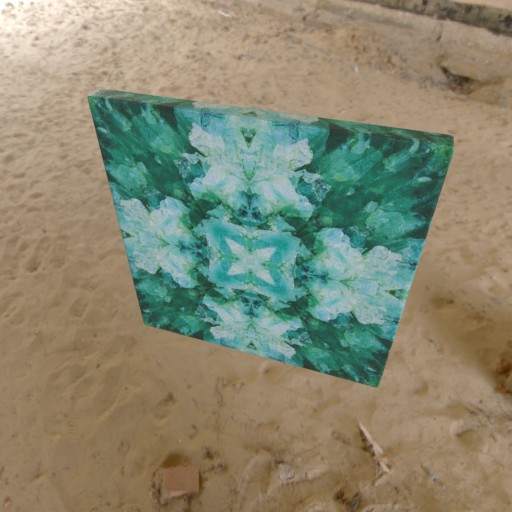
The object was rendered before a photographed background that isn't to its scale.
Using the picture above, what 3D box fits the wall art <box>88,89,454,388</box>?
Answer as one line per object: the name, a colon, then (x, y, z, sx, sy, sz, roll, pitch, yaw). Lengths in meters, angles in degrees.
wall art: (0.000, 0.000, 0.761, 0.507, 0.508, 0.038, 12, 42, 14)
